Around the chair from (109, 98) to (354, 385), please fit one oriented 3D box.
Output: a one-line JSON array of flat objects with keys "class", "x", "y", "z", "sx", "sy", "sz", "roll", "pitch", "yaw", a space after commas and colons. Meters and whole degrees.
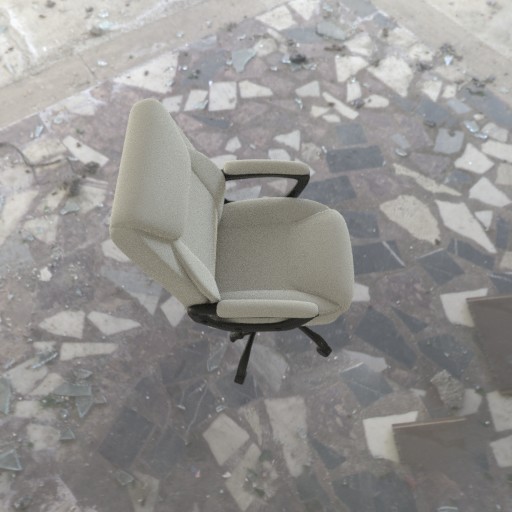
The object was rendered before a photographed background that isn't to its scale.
[{"class": "chair", "x": 0.000, "y": 0.000, "z": 1.513, "sx": 0.669, "sy": 1.065, "sz": 0.663, "roll": 0, "pitch": 63, "yaw": 0}]
